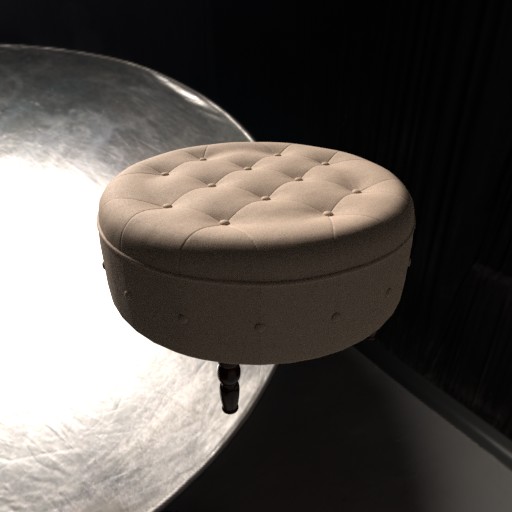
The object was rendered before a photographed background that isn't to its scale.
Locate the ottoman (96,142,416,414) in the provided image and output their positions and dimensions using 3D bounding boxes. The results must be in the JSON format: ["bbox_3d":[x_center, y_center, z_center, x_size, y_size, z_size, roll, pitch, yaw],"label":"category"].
[{"bbox_3d":[0.000,0.000,1.315,0.848,0.494,0.848,0,29,0],"label":"ottoman"}]
